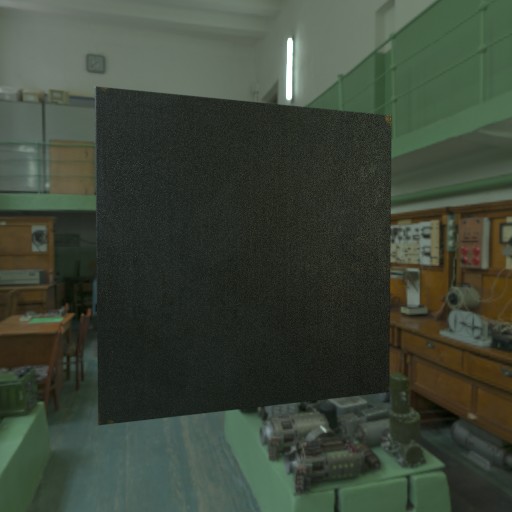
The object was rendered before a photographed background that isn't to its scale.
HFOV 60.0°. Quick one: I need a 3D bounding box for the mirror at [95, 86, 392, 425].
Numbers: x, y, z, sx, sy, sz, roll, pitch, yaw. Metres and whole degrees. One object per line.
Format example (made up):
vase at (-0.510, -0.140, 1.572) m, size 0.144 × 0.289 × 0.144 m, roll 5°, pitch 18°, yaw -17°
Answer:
mirror at (0.000, 0.000, 0.563) m, size 0.382 × 0.381 × 0.020 m, roll 0°, pitch 2°, yaw -17°
